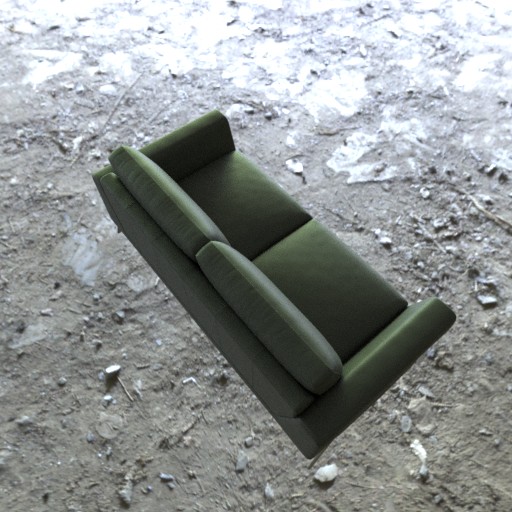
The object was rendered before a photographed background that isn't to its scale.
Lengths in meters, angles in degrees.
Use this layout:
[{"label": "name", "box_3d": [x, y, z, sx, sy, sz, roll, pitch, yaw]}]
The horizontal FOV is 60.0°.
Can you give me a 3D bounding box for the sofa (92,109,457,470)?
[{"label": "sofa", "box_3d": [0.000, 0.000, 2.570, 0.953, 0.875, 2.017, -35, 64, -20]}]
